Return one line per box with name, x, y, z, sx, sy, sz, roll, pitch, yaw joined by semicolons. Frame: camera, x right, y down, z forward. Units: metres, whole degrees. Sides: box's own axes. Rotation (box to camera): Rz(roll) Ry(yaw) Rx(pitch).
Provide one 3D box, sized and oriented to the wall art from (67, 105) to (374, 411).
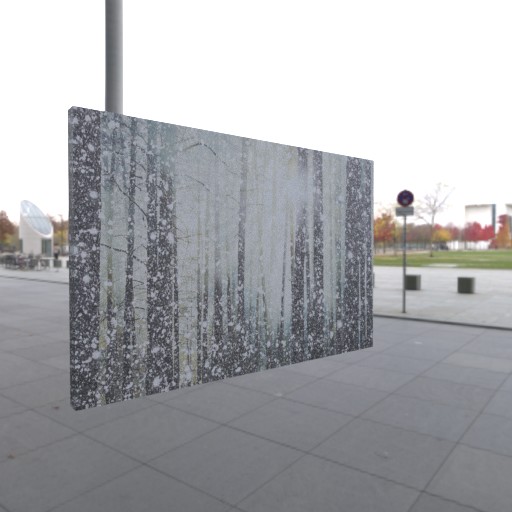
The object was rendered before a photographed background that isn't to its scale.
wall art;0.000;0.000;1.158;0.919;0.598;0.038;-1;2;-37
